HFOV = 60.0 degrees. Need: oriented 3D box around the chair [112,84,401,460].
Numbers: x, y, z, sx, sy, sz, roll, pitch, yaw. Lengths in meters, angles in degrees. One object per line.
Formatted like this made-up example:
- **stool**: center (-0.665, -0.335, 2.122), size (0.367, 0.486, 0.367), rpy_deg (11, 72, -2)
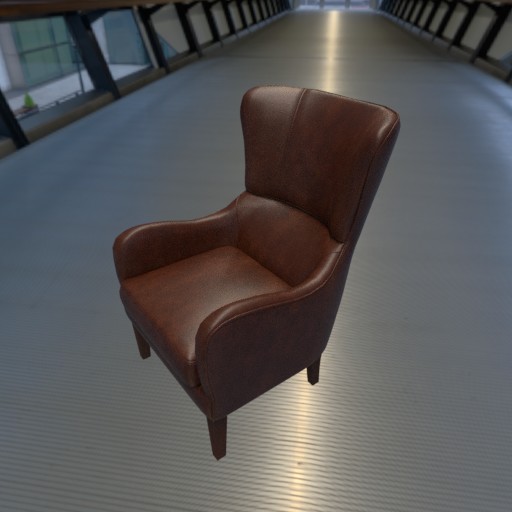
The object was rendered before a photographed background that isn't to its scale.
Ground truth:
- **chair**: center (0.000, 0.000, 1.647), size (0.914, 1.048, 0.692), rpy_deg (-22, 38, -31)
